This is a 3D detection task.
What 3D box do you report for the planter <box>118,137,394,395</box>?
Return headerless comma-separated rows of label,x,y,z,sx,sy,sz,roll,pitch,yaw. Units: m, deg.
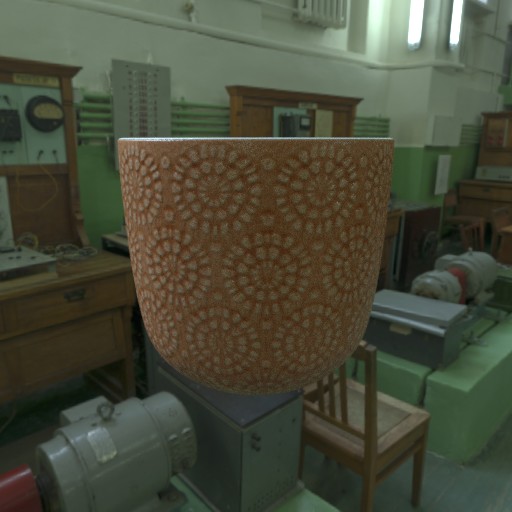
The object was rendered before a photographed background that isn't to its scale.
planter,0.000,0.000,0.370,0.208,0.190,0.208,0,15,0
